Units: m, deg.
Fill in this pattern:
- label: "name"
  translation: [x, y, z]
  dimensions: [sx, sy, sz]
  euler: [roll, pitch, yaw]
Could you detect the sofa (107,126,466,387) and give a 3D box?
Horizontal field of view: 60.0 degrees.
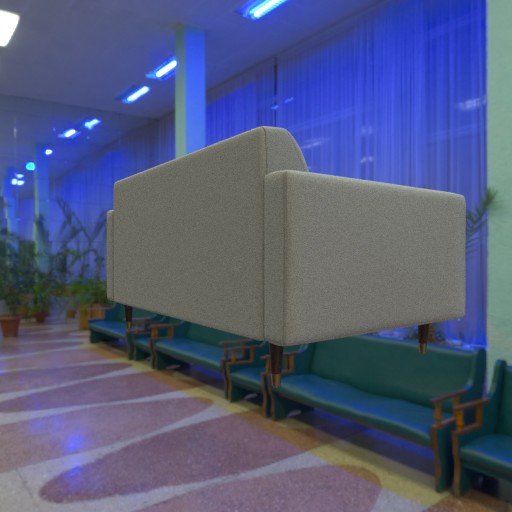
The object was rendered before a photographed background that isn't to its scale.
- label: "sofa"
  translation: [0.000, 0.000, 2.127]
  dimensions: [0.950, 0.801, 1.585]
  euler: [0, 1, -36]
